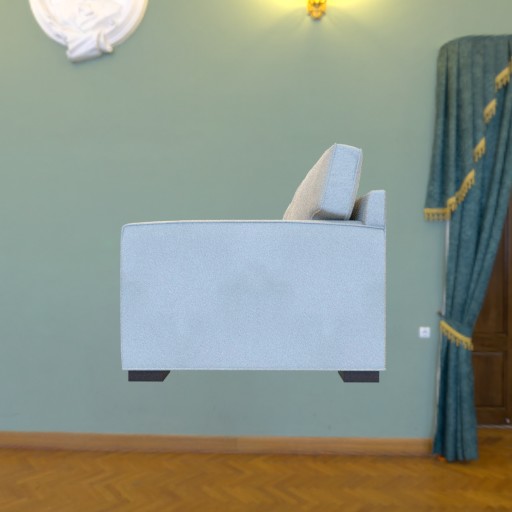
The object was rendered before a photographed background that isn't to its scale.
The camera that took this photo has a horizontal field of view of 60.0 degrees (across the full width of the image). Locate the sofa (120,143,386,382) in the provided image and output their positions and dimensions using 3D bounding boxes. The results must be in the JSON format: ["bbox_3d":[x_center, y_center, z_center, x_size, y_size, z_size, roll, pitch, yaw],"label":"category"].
[{"bbox_3d":[0.000,0.000,2.578,0.935,0.862,2.088,0,1,1],"label":"sofa"}]
